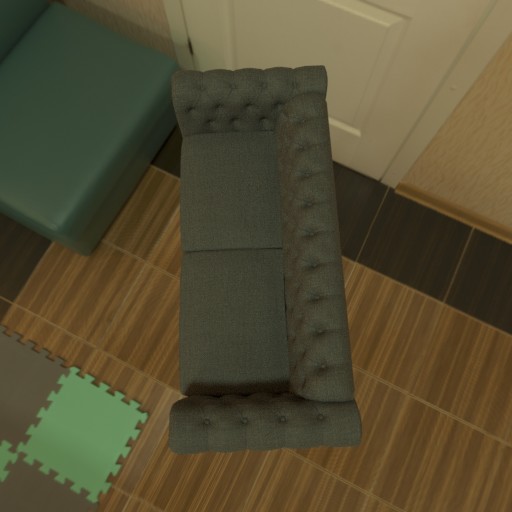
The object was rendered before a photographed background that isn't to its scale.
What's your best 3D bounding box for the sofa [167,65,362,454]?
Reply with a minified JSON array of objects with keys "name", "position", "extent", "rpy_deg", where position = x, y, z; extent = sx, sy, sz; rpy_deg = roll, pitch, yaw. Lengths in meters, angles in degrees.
[{"name":"sofa","position":[0.000,0.000,2.319],"extent":[0.783,0.797,1.798],"rpy_deg":[-2,75,-1]}]
